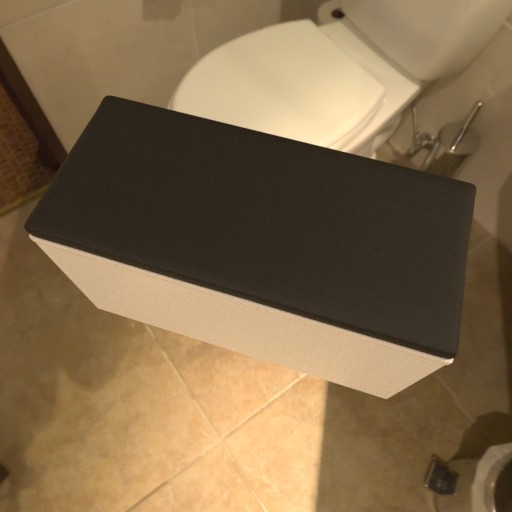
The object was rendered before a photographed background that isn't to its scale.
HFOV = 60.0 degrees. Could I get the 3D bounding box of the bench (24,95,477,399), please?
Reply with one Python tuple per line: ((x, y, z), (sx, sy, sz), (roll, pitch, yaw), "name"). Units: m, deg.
((0.000, 0.000, 1.158), (0.899, 0.500, 0.401), (16, 65, 8), "bench")
